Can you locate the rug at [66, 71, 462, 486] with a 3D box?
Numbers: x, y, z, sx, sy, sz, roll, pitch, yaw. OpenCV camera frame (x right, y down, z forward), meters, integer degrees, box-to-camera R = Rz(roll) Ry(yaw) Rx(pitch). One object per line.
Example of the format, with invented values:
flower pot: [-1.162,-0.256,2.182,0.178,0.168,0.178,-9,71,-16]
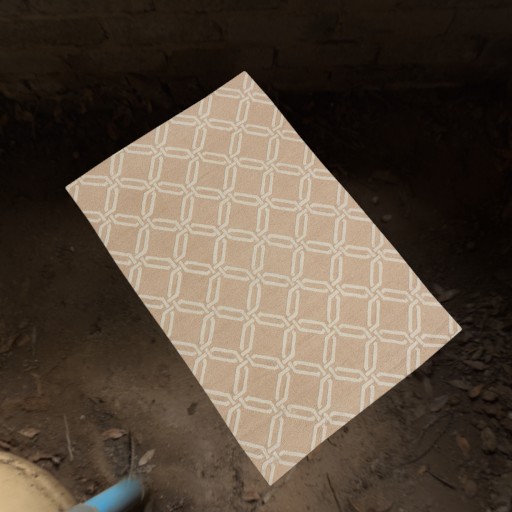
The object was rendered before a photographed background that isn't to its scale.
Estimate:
rug: [0.000,0.000,2.169,1.146,0.010,1.745,-36,79,-8]
